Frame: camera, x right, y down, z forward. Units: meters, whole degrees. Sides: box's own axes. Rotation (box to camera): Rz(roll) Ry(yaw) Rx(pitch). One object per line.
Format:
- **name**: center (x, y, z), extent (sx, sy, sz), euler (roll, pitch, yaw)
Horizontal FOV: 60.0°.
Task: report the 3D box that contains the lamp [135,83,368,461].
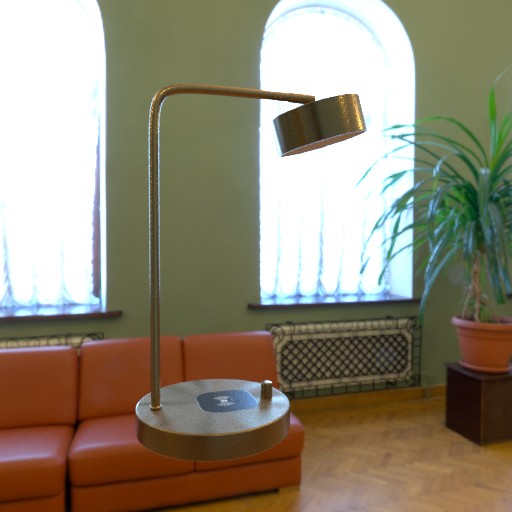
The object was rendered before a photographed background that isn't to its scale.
- **lamp**: center (0.000, 0.000, 0.509), extent (0.270, 0.380, 0.171), euler (-1, 2, -18)
